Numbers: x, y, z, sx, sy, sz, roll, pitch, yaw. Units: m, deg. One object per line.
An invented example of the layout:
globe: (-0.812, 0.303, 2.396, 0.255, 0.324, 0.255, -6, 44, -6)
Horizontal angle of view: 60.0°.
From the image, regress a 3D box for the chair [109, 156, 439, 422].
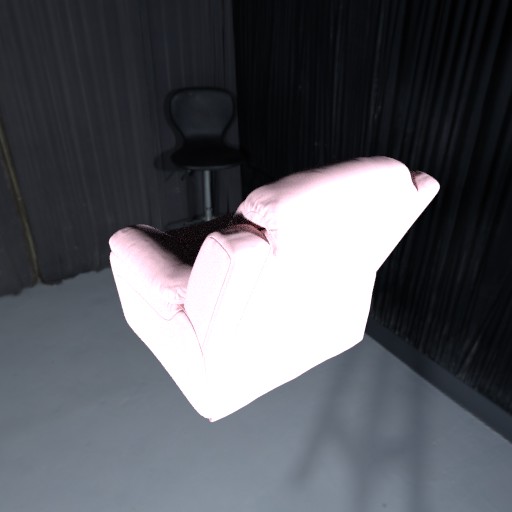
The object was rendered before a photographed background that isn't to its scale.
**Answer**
chair: (0.000, 0.000, 1.283, 0.680, 0.702, 0.709, -20, 36, -29)
